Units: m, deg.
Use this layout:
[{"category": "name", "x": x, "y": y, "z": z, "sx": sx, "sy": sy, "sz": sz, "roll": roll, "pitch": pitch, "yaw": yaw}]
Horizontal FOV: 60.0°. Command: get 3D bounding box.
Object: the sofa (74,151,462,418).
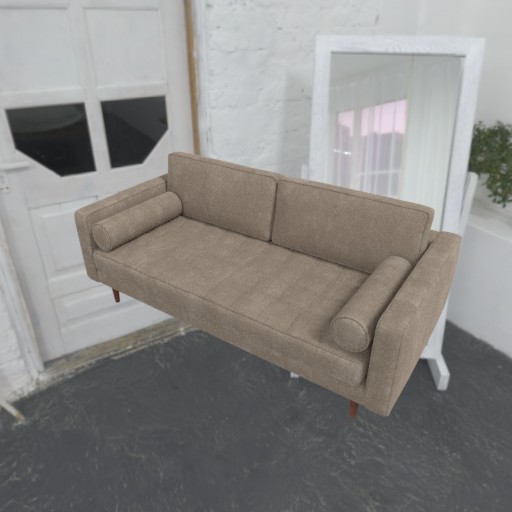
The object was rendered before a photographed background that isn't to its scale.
[{"category": "sofa", "x": 0.000, "y": 0.000, "z": 2.382, "sx": 1.883, "sy": 0.769, "sz": 0.920, "roll": 19, "pitch": 35, "yaw": 29}]
